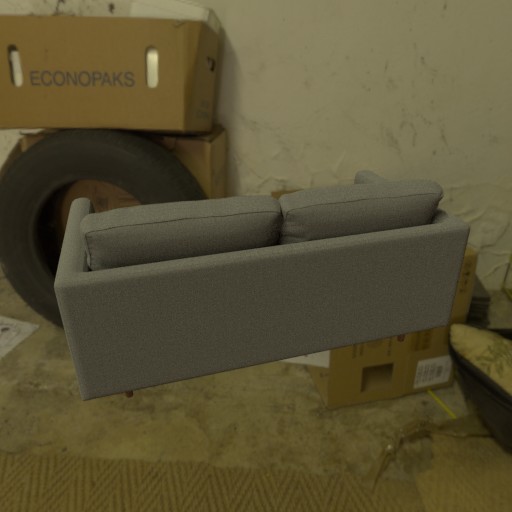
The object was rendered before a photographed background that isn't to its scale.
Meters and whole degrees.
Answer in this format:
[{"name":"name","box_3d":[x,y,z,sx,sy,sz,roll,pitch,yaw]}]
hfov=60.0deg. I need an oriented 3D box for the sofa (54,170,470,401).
[{"name":"sofa","box_3d":[0.000,0.000,2.216,1.713,0.866,0.940,-8,28,-15]}]
